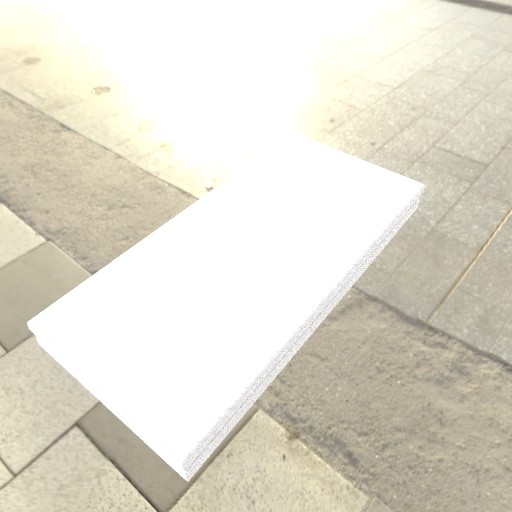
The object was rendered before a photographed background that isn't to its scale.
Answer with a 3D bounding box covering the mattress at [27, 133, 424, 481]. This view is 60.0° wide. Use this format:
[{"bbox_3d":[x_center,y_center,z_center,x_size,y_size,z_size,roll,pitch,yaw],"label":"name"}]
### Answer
[{"bbox_3d":[0.000,0.000,2.195,0.900,0.200,1.900,30,53,26],"label":"mattress"}]
